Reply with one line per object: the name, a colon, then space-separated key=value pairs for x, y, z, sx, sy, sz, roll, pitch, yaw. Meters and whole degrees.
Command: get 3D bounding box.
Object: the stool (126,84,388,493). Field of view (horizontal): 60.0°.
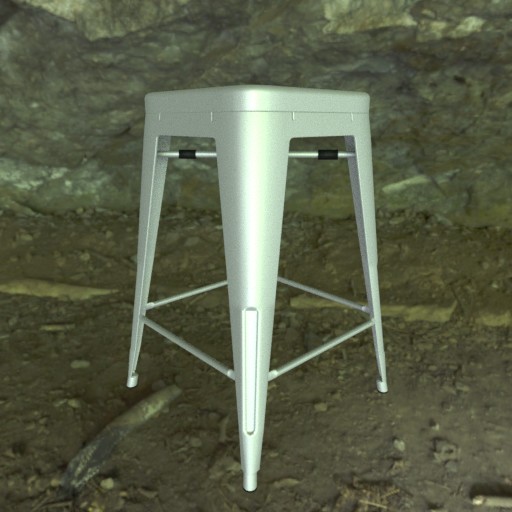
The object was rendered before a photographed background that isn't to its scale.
stool: x=0.000 y=0.000 z=0.879 sx=0.410 sy=0.608 sz=0.410 roll=-15 pitch=23 yaw=-41
